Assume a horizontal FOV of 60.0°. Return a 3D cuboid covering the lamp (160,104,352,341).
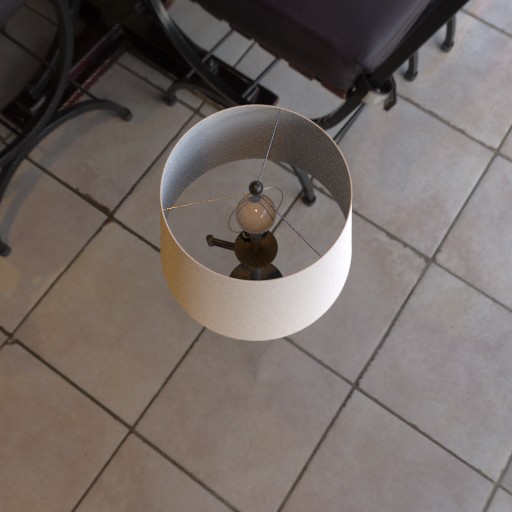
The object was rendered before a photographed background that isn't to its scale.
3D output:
[{"bbox_3d":[0.000,0.000,0.924,0.363,0.696,0.363,0,74,0],"label":"lamp"}]
